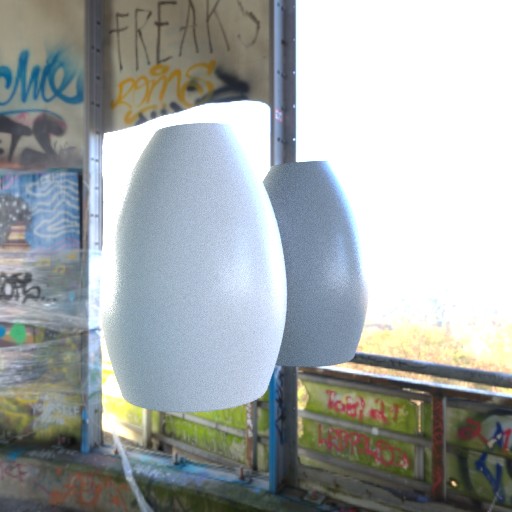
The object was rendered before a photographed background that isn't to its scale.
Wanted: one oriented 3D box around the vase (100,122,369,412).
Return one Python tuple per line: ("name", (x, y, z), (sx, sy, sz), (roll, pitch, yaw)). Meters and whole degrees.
("vase", (0.000, 0.000, 0.258), (0.089, 0.131, 0.187), (0, 0, 37))
